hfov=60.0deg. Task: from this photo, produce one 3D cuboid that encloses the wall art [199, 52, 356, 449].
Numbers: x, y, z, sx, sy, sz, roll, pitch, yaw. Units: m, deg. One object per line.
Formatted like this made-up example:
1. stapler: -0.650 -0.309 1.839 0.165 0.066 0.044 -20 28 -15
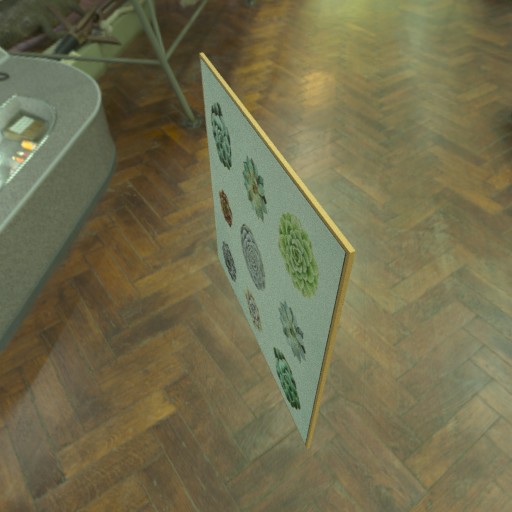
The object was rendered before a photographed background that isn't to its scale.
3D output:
1. wall art: 0.000 0.000 1.467 0.013 0.959 0.962 -16 48 -15
